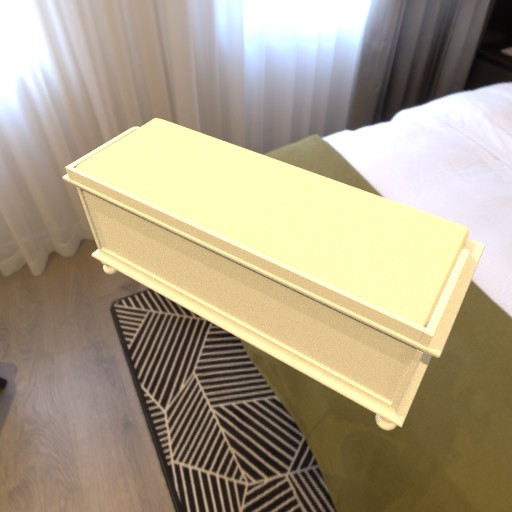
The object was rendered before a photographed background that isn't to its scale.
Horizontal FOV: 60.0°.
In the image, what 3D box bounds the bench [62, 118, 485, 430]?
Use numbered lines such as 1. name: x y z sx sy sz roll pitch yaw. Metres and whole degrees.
1. bench: 0.000 0.000 1.417 1.185 0.486 0.402 25 50 22
